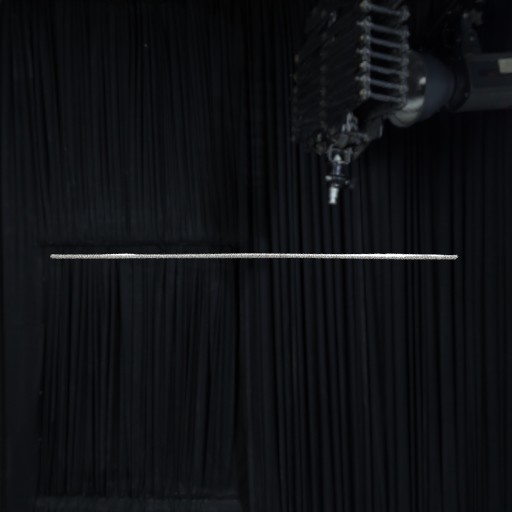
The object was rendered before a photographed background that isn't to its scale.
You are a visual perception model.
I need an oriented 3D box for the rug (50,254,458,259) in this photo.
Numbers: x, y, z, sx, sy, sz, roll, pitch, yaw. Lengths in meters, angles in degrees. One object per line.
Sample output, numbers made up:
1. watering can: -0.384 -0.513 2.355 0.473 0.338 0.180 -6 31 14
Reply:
1. rug: 0.000 0.000 4.993 2.873 0.053 3.778 0 0 1
